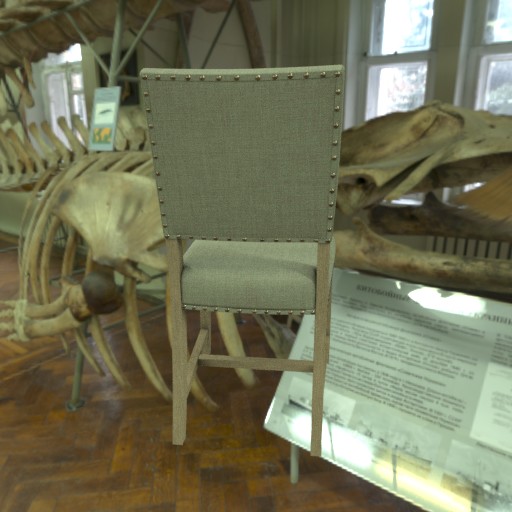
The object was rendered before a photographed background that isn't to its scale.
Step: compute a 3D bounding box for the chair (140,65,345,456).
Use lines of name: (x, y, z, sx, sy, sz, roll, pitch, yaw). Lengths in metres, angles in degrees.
chair: (0.000, 0.000, 1.334, 0.508, 0.986, 0.622, 2, 16, 7)
